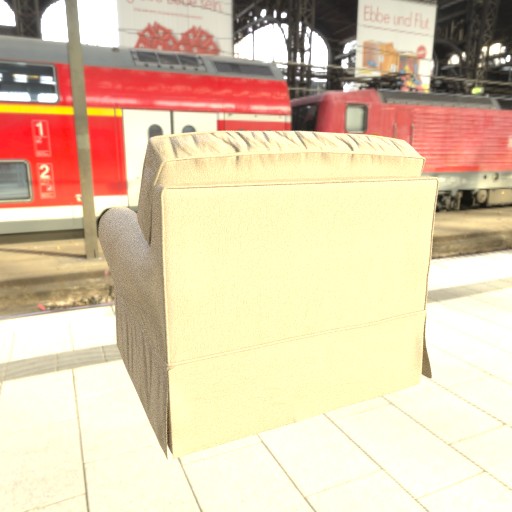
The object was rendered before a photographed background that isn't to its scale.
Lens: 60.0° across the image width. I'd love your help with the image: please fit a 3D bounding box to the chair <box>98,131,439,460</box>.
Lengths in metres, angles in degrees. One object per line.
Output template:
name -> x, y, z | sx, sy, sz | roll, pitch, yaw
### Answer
chair -> 0.000, 0.000, 1.771 | 1.096, 0.937, 0.903 | -6, 14, -26
